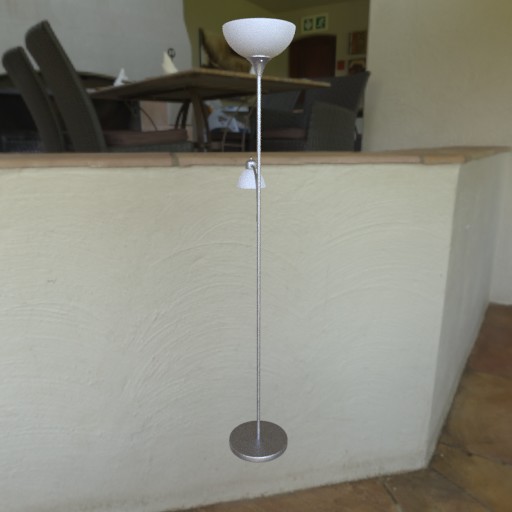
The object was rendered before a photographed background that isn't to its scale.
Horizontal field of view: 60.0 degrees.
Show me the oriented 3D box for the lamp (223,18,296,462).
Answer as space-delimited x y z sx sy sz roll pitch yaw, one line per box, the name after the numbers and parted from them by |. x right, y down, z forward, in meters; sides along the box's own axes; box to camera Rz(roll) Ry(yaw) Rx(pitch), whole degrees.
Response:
0.000 0.000 1.958 0.279 1.804 0.425 -2 15 -8 | lamp
